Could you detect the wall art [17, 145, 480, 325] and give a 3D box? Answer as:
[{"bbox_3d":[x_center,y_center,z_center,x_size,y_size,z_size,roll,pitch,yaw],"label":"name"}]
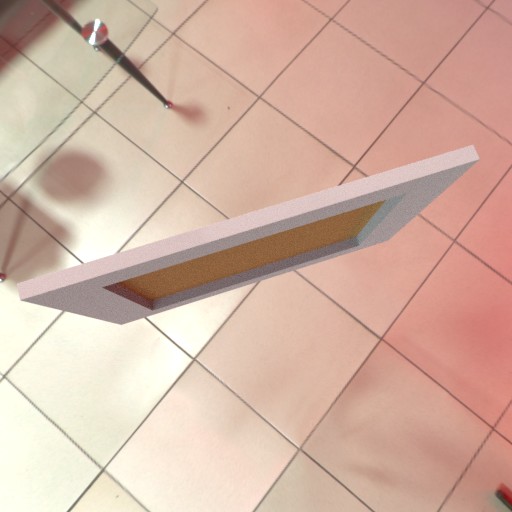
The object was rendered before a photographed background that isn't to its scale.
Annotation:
[{"bbox_3d":[0.000,0.000,1.136,0.906,0.617,0.033,-17,78,-4],"label":"wall art"}]
